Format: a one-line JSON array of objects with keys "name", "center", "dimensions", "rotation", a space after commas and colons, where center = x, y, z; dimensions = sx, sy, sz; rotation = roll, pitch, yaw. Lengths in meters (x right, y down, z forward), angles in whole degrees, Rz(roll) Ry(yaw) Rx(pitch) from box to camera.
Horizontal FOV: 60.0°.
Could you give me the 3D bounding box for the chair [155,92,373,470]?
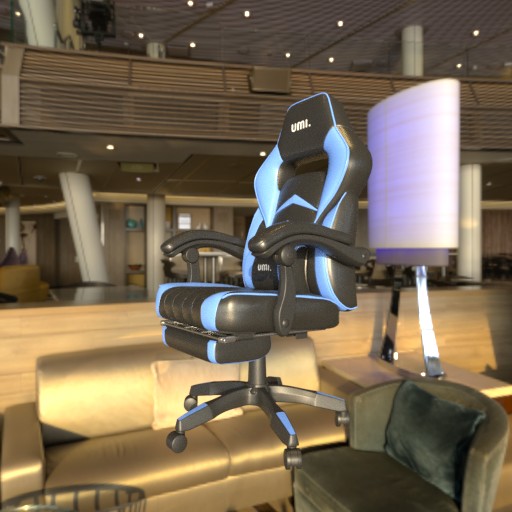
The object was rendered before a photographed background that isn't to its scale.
[{"name": "chair", "center": [0.000, 0.000, 1.645], "dimensions": [0.700, 1.280, 0.700], "rotation": [0, 0, -37]}]
